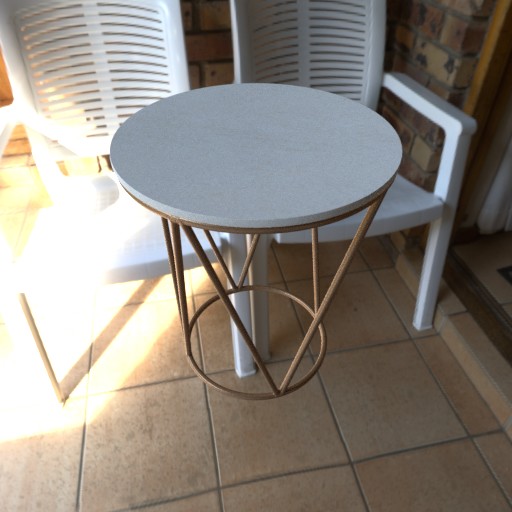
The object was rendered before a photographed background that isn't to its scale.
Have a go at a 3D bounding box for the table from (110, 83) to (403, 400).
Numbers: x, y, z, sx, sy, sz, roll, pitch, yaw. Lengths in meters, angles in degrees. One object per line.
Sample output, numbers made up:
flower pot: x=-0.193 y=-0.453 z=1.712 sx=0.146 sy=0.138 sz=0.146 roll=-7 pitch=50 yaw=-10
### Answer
table: x=0.000 y=0.000 z=0.963 sx=0.500 sy=0.564 sz=0.500 roll=0 pitch=41 yaw=0
